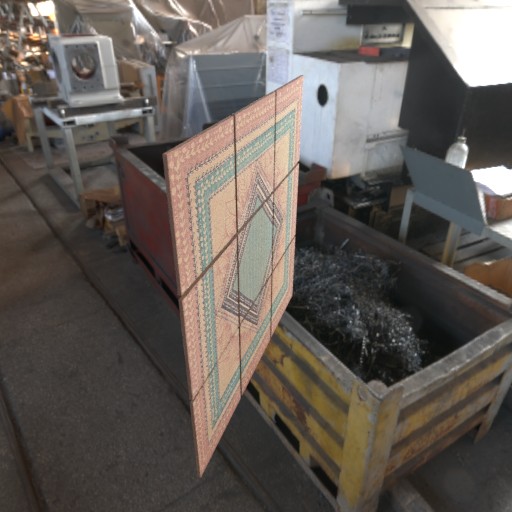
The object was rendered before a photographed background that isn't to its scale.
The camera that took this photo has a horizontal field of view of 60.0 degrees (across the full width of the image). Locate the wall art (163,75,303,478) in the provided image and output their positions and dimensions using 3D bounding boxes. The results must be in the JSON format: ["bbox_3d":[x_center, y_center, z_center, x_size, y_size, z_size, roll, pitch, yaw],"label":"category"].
[{"bbox_3d":[0.000,0.000,2.273,0.014,1.525,1.527,11,32,17],"label":"wall art"}]
